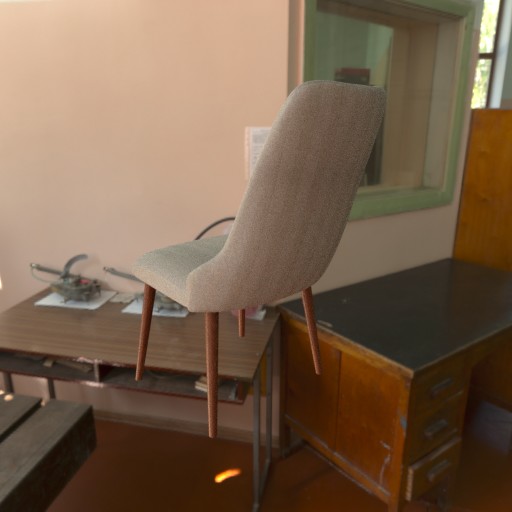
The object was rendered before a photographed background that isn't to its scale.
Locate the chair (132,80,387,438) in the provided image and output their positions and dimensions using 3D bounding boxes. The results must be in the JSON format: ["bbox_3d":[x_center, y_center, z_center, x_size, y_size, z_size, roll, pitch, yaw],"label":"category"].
[{"bbox_3d":[0.000,0.000,1.320,0.526,0.917,0.684,-15,22,-42],"label":"chair"}]
